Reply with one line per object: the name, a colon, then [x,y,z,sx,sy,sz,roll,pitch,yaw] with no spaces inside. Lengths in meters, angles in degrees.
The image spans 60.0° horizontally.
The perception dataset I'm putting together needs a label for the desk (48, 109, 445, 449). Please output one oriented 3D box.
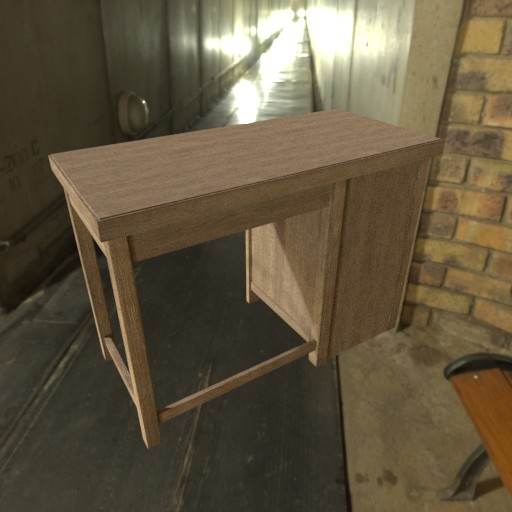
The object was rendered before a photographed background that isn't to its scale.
desk: [0.000,0.000,1.814,1.289,0.912,0.610,-18,35,-27]
